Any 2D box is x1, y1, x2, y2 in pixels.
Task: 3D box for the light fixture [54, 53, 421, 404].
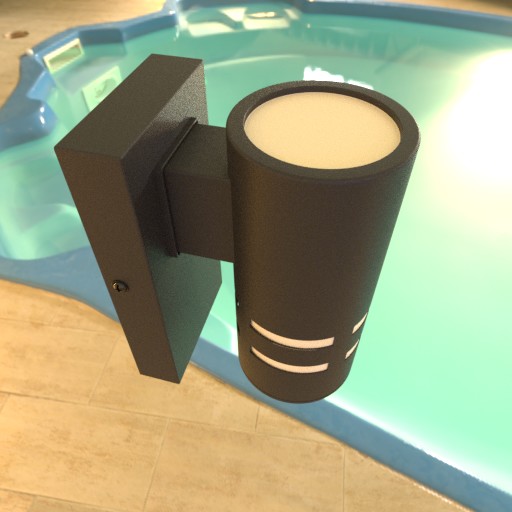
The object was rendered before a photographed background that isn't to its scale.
[{"bbox_3d":[0.000,0.000,0.255,0.138,0.179,0.098,11,48,10],"label":"light fixture"}]
